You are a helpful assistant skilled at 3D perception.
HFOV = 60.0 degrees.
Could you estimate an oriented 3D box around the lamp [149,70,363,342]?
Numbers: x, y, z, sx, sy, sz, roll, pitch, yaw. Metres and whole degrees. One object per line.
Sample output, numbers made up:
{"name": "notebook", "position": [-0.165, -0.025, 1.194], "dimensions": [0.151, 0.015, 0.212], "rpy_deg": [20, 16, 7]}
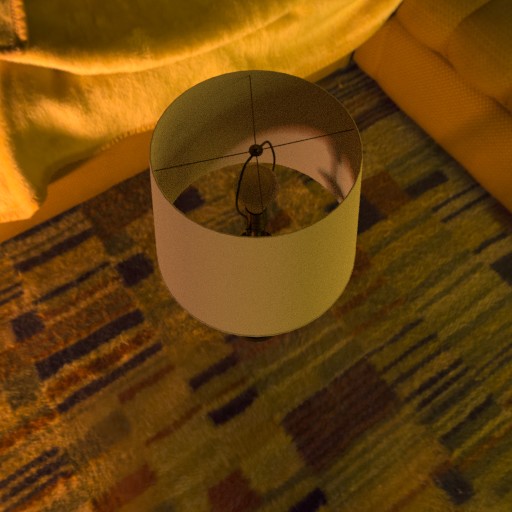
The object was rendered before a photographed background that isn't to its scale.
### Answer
{"name": "lamp", "position": [0.000, 0.000, 0.792], "dimensions": [0.331, 0.594, 0.331], "rpy_deg": [0, 64, 0]}
